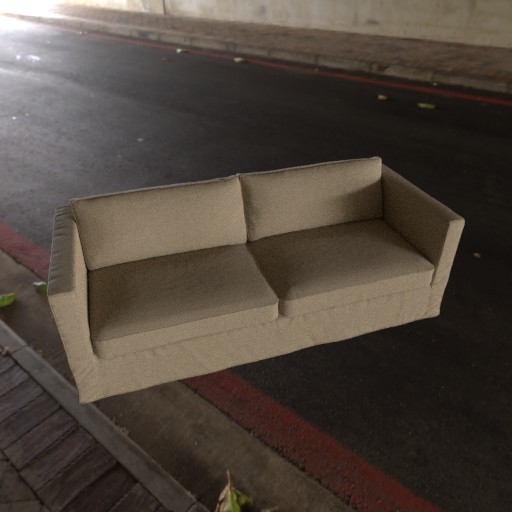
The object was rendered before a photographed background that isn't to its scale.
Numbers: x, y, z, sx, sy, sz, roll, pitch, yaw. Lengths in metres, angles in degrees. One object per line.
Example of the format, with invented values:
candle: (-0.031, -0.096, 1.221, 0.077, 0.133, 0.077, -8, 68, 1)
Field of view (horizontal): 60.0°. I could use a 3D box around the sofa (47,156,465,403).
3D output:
sofa: (0.000, 0.000, 2.762, 2.296, 0.847, 0.956, -10, 35, -15)
